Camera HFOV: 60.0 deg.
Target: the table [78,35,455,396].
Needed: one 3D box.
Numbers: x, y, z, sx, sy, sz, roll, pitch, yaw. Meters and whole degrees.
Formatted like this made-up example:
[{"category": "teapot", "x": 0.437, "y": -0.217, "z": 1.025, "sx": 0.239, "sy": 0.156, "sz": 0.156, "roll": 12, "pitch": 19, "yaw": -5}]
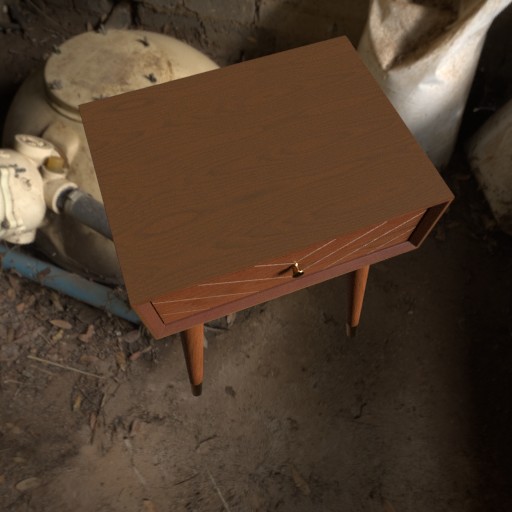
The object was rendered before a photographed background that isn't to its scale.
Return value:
[{"category": "table", "x": 0.000, "y": 0.000, "z": 0.813, "sx": 0.406, "sy": 0.599, "sz": 0.300, "roll": -18, "pitch": 65, "yaw": -9}]
